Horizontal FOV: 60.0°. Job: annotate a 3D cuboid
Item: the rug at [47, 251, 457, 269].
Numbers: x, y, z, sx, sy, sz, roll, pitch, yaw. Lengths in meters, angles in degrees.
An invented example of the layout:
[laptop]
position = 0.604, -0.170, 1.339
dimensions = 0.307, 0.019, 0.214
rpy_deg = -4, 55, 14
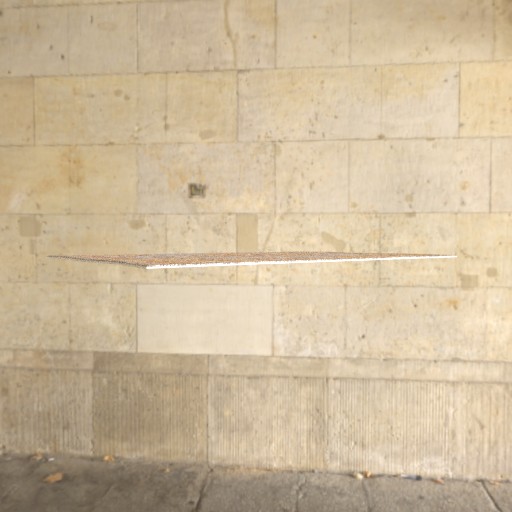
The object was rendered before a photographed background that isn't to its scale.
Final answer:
[rug]
position = 0.000, 0.000, 4.034
dimensions = 3.063, 0.024, 2.158
rpy_deg = -1, 2, -38
